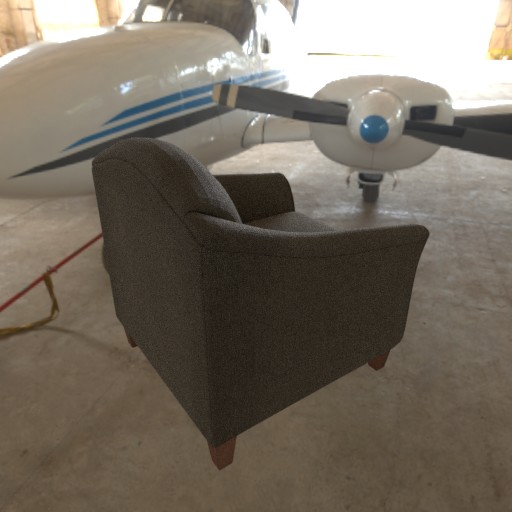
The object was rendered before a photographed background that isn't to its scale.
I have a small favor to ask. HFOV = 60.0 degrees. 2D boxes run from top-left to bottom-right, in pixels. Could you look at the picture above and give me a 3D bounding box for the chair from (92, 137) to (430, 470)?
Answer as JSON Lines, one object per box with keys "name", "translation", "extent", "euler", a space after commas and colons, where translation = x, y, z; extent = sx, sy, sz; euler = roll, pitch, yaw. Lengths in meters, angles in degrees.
{"name": "chair", "translation": [0.000, 0.000, 1.475], "extent": [0.787, 0.839, 0.763], "euler": [-17, 31, -31]}
